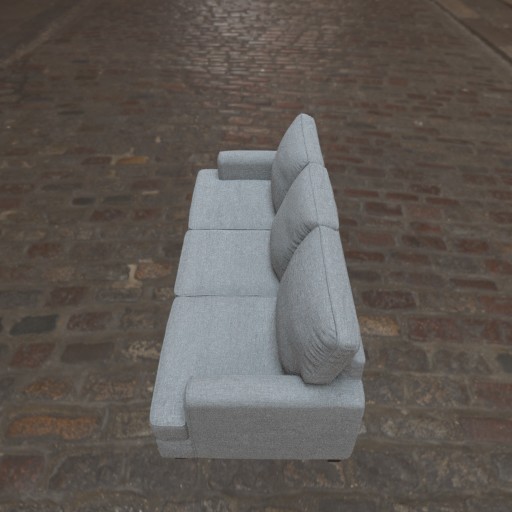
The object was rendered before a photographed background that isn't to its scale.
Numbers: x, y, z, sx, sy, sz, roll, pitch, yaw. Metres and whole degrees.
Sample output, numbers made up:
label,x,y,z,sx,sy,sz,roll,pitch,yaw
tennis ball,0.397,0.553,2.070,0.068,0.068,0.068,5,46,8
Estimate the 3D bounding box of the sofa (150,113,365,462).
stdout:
label,x,y,z,sx,sy,sz,roll,pitch,yaw
sofa,0.000,0.000,2.690,0.951,0.965,2.158,0,41,0
